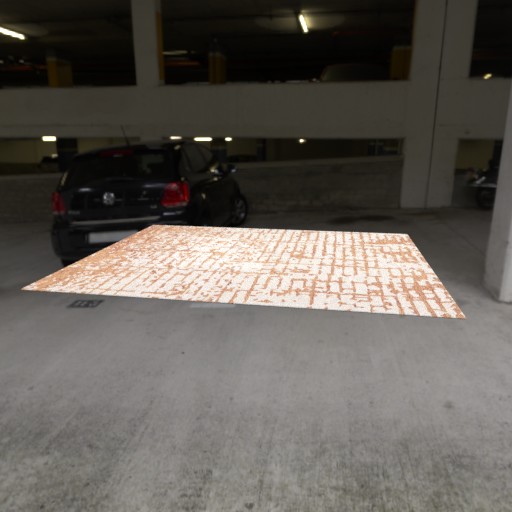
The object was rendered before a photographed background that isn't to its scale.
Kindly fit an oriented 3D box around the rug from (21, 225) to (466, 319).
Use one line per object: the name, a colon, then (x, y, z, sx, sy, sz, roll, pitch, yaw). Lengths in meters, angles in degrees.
rug: (0.000, 0.000, 4.125, 3.050, 0.011, 2.441, 3, 15, 10)
